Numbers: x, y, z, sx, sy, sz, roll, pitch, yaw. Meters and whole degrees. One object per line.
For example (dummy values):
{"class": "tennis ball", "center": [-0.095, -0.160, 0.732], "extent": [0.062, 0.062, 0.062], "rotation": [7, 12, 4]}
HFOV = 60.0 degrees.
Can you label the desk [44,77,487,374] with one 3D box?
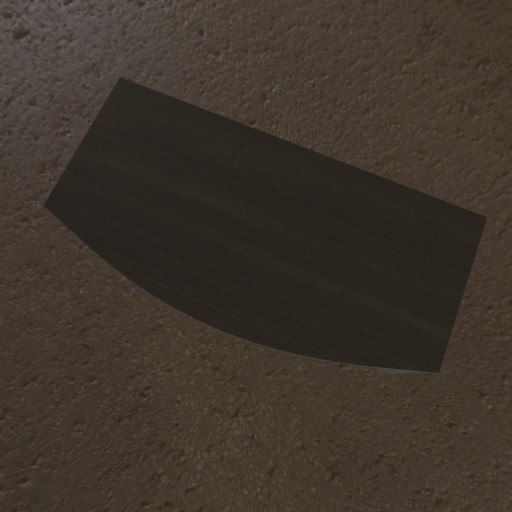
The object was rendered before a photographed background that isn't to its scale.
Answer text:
{"class": "desk", "center": [0.000, 0.000, 2.058], "extent": [1.600, 0.750, 0.802], "rotation": [23, 76, 6]}
